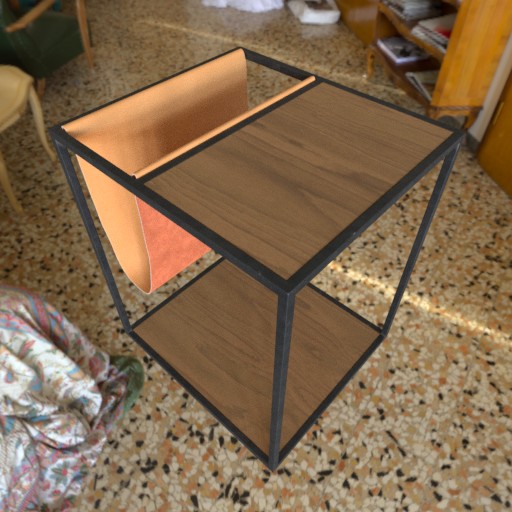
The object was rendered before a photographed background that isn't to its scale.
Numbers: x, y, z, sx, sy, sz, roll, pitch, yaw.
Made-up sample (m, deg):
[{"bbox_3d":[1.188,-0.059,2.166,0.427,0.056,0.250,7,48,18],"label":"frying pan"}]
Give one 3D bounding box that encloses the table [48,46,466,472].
[{"bbox_3d":[0.000,0.000,0.827,0.450,0.536,0.399,34,55,28],"label":"table"}]
